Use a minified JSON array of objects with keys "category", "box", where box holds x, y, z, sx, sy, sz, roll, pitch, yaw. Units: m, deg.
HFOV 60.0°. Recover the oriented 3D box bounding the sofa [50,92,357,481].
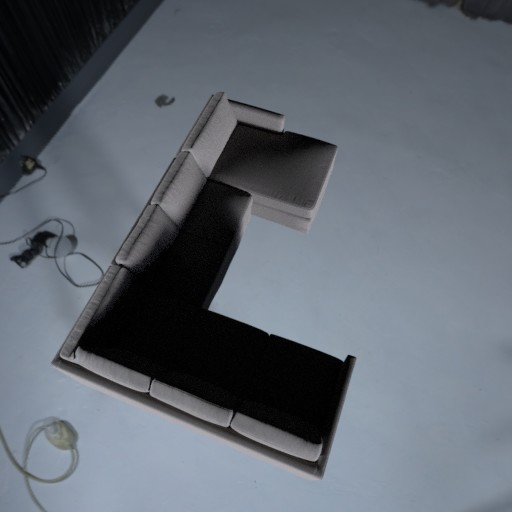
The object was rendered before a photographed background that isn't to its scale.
[{"category":"sofa","box":[0.000,0.000,4.511,2.427,0.882,3.460,19,64,10]}]
